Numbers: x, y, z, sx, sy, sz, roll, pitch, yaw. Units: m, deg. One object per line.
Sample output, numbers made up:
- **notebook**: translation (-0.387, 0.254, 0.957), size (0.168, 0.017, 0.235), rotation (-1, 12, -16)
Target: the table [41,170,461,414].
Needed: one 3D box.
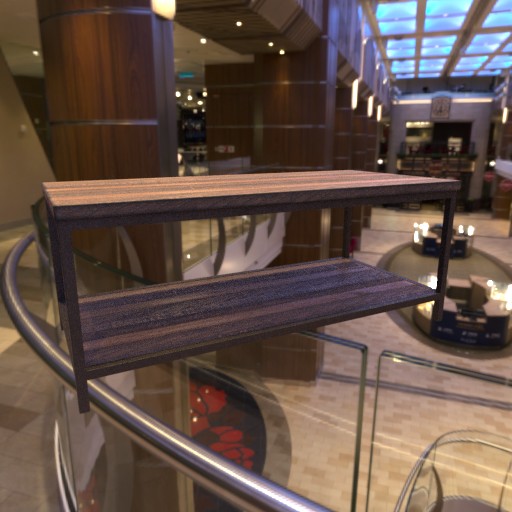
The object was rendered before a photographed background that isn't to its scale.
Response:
- **table**: translation (0.000, 0.000, 1.199), size (0.990, 0.399, 0.452), rotation (-8, 17, -26)
